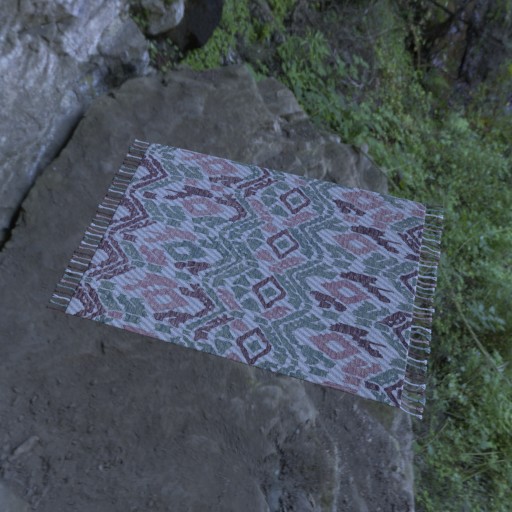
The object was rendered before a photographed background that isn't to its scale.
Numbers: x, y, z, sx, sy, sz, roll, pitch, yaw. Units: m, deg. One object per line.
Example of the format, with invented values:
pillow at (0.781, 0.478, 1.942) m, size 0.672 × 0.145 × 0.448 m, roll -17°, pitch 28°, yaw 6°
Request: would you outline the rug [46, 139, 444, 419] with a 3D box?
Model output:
rug at (0.000, 0.000, 3.042) m, size 2.438 × 0.011 × 1.524 m, roll 14°, pitch 64°, yaw 7°
